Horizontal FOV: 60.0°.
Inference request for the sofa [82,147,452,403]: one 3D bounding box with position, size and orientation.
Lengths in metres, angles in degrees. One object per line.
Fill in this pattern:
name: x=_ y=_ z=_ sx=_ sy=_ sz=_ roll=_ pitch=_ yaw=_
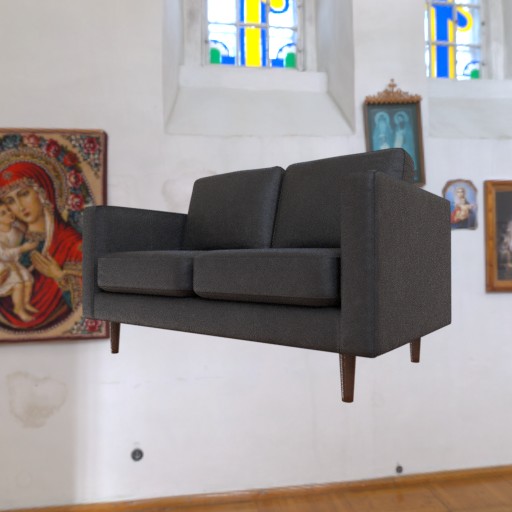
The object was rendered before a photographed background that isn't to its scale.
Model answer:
sofa: x=0.000 y=0.000 z=1.971 sx=1.430 sy=0.899 sz=0.879 roll=0 pitch=-1 yaw=37
